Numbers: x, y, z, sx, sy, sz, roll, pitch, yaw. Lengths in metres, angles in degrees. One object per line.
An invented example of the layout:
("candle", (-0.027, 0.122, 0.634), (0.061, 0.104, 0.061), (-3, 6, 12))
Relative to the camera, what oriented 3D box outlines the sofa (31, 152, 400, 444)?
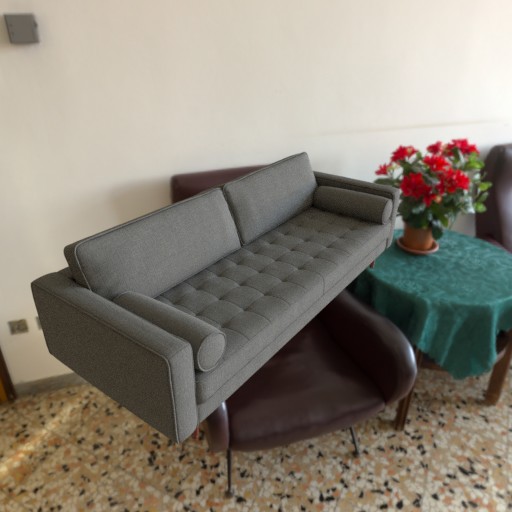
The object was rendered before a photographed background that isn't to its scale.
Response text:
("sofa", (0.000, 0.000, 2.598), (0.914, 0.762, 2.198), (19, 33, 32))
